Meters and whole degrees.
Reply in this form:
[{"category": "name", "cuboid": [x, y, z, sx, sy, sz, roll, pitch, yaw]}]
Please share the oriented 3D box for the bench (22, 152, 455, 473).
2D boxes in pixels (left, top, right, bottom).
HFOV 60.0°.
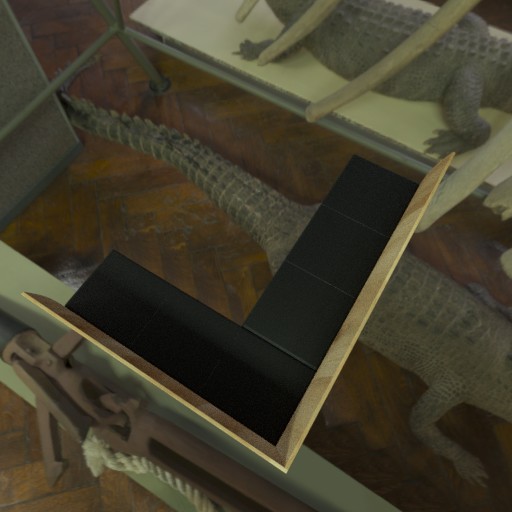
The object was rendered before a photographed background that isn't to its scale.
[{"category": "bench", "cuboid": [0.000, 0.000, 2.771, 1.495, 0.930, 1.945, 29, 67, 13]}]
